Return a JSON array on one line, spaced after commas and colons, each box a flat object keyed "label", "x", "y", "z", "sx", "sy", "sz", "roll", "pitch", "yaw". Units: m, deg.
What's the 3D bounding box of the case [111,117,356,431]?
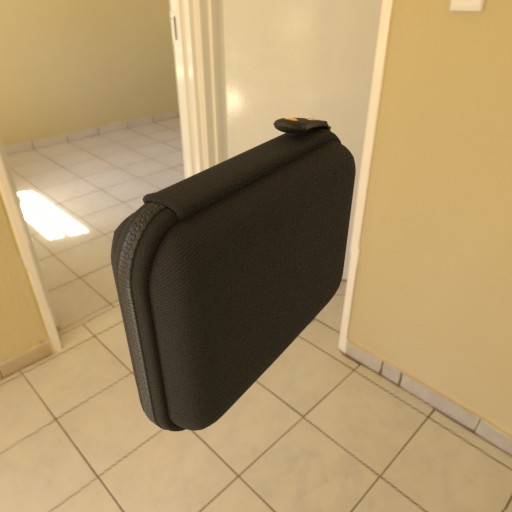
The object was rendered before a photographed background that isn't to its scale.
[{"label": "case", "x": 0.000, "y": 0.000, "z": 0.187, "sx": 0.038, "sy": 0.105, "sz": 0.132, "roll": 21, "pitch": 38, "yaw": 30}]
